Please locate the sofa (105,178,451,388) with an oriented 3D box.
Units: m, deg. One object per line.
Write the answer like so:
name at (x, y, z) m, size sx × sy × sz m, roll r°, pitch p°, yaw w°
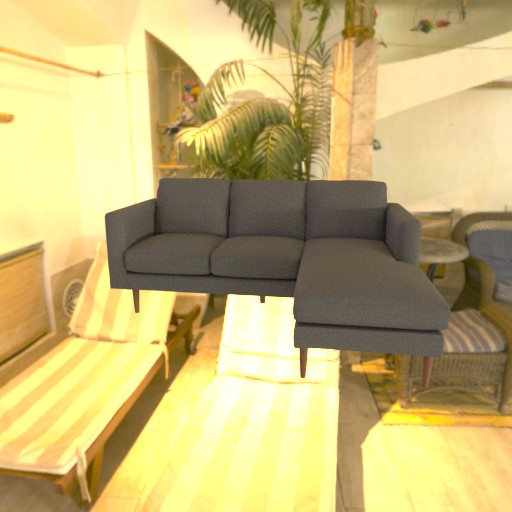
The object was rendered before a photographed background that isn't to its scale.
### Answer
sofa at (0.000, 0.000, 2.895) m, size 2.031 × 0.897 × 1.591 m, roll 2°, pitch 15°, yaw 9°
